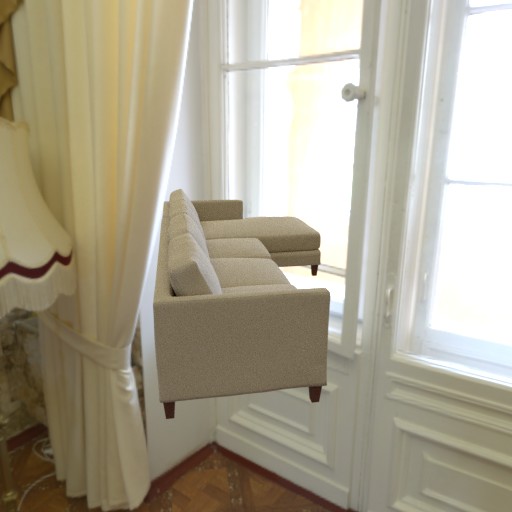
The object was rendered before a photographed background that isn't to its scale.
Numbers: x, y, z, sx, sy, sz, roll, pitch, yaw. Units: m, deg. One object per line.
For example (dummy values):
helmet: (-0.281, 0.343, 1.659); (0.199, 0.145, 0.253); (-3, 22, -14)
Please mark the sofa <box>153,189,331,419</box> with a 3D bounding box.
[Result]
sofa: (0.000, 0.000, 3.880); (1.625, 0.861, 3.186); (-3, 16, -10)
